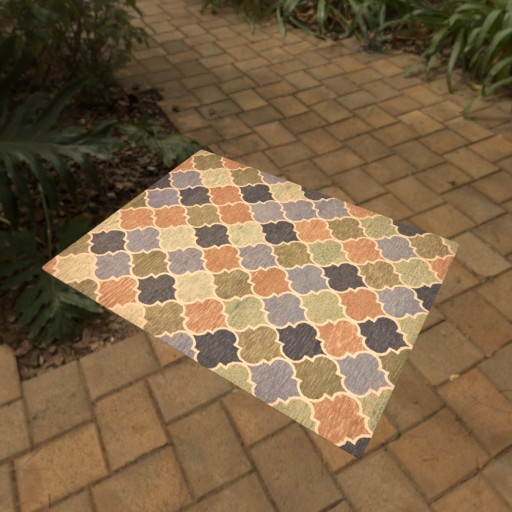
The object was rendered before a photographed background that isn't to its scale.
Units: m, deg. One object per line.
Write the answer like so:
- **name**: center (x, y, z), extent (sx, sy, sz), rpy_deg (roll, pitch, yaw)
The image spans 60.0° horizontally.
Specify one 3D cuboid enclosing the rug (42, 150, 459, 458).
- **rug**: center (0.000, 0.000, 4.243), extent (3.200, 0.013, 2.439), rpy_deg (24, 50, 22)
